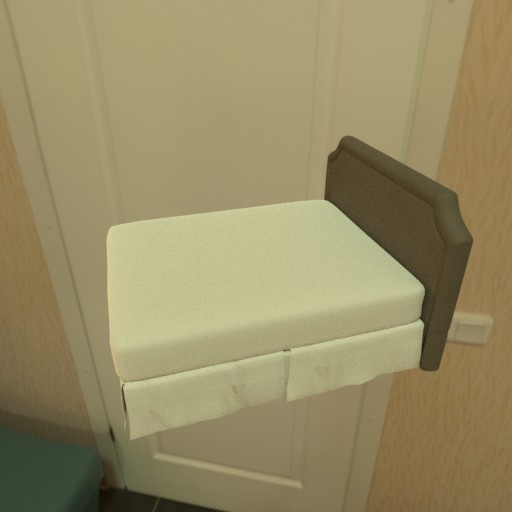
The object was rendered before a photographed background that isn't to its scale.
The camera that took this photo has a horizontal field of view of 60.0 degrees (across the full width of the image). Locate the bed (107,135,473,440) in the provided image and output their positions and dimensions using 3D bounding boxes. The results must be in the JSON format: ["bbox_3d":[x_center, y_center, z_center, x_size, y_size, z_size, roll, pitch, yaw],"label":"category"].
[{"bbox_3d":[0.000,0.000,3.309,2.181,1.297,1.831,-9,31,-15],"label":"bed"}]
